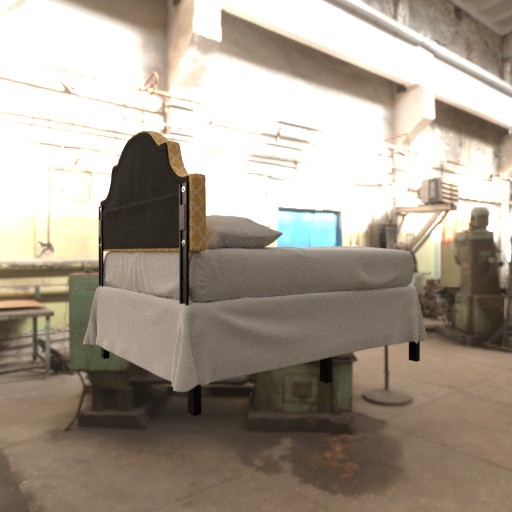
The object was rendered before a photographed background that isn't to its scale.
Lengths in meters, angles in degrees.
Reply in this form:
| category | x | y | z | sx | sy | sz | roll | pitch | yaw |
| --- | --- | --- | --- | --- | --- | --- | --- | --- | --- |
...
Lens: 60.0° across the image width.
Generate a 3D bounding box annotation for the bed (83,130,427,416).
| category | x | y | z | sx | sy | sz | roll | pitch | yaw |
| --- | --- | --- | --- | --- | --- | --- | --- | --- | --- |
| bed | 0.000 | 0.000 | 3.499 | 2.222 | 1.633 | 1.780 | 0 | 1 | -36 |
